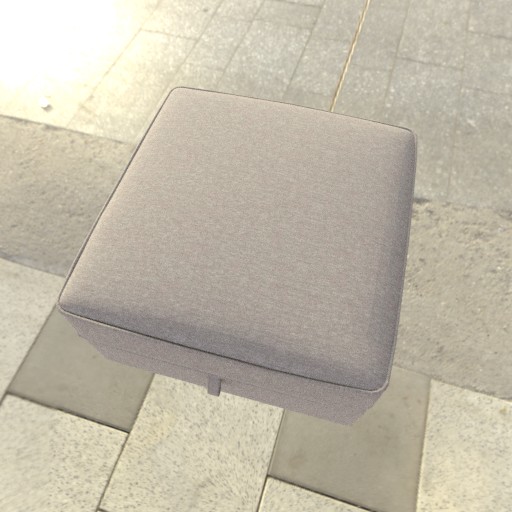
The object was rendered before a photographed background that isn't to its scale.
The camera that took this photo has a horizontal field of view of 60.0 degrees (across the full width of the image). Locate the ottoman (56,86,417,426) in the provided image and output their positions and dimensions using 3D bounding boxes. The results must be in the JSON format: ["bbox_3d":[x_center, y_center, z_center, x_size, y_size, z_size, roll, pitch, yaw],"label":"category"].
[{"bbox_3d":[0.000,0.000,1.371,0.808,0.612,0.871,13,60,8],"label":"ottoman"}]
